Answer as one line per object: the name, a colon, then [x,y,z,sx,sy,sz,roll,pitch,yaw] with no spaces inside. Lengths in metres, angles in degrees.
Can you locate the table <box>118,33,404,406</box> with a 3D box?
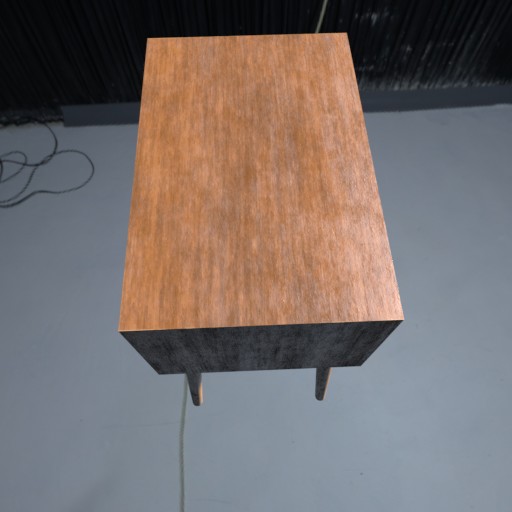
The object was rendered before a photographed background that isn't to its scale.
table: [0.000,0.000,0.827,0.307,0.580,0.454,-2,63,-1]
